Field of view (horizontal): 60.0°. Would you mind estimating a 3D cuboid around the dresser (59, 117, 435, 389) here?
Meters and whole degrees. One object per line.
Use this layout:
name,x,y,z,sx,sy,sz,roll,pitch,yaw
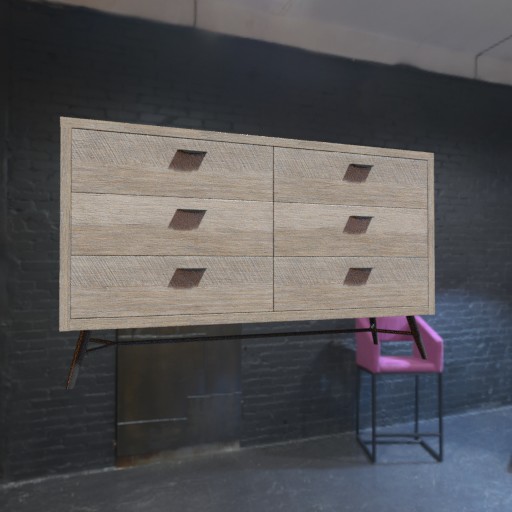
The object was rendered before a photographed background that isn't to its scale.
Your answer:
dresser,0.000,0.000,1.917,1.524,0.914,0.457,0,-1,-19
